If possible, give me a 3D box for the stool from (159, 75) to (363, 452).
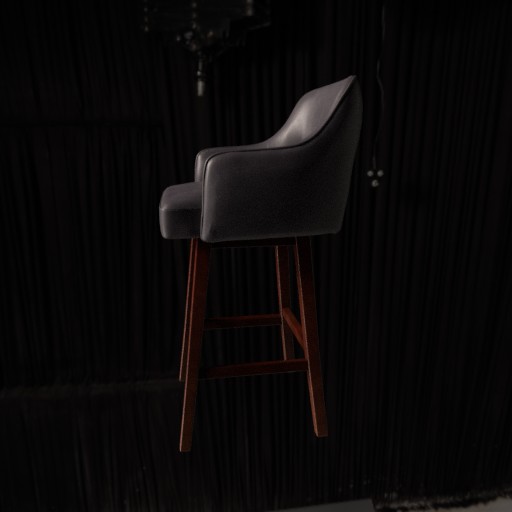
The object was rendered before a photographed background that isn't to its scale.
[{"bbox_3d":[0.000,0.000,1.388,0.560,1.041,0.550,-2,15,-9],"label":"stool"}]
